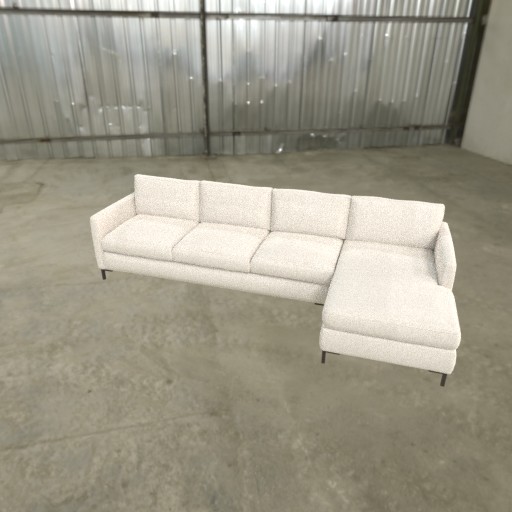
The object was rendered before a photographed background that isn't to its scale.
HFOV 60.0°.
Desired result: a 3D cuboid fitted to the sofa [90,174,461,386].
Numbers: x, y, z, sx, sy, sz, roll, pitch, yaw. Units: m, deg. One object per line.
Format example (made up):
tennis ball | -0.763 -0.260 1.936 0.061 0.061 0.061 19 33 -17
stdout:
sofa | 0.000 0.000 2.940 2.445 0.677 1.126 8 27 16
